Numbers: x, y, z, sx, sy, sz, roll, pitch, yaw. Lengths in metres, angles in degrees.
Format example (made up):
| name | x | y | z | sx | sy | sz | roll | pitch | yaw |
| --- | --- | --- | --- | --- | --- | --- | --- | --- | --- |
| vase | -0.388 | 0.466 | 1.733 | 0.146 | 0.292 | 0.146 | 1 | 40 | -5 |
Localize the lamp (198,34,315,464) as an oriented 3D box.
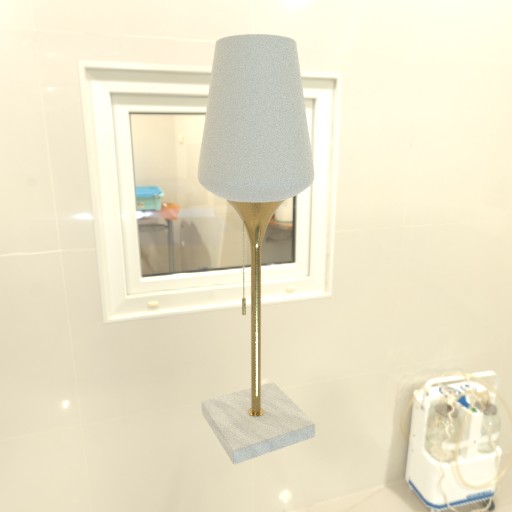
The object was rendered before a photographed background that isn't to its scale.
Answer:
| name | x | y | z | sx | sy | sz | roll | pitch | yaw |
| --- | --- | --- | --- | --- | --- | --- | --- | --- | --- |
| lamp | 0.000 | 0.000 | 0.724 | 0.181 | 0.639 | 0.181 | -7 | 17 | -25 |
